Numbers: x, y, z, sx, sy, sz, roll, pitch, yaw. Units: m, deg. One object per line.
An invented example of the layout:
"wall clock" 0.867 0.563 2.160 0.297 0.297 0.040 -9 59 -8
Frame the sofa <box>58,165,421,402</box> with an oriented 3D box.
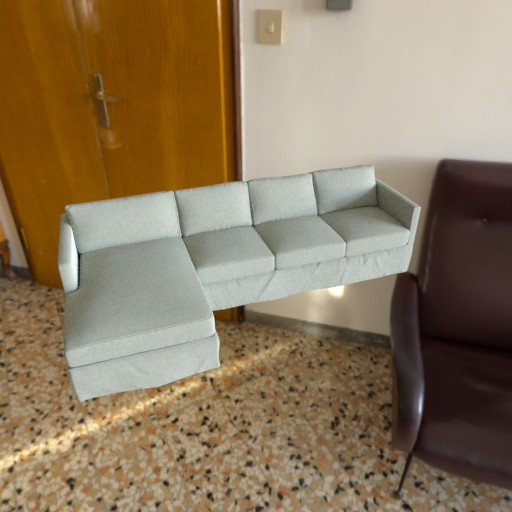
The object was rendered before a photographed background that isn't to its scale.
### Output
"sofa" 0.000 0.000 3.897 3.205 0.922 1.650 -10 33 -16
